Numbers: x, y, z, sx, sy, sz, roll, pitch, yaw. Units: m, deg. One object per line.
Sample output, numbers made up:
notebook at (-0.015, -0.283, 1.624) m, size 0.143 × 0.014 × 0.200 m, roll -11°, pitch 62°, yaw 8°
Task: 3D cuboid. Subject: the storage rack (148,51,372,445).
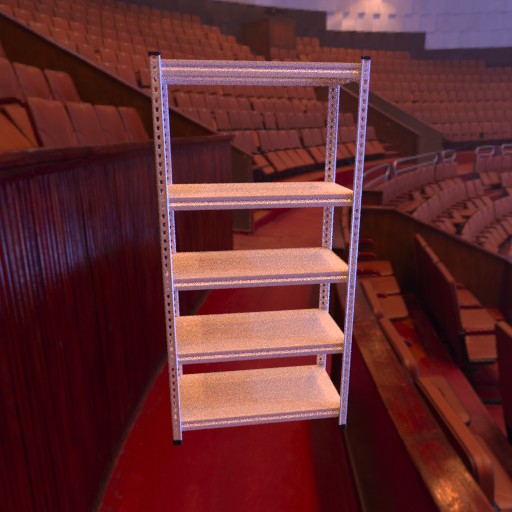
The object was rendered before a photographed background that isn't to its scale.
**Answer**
storage rack at (0.000, 0.000, 2.257) m, size 0.914 × 1.829 × 0.457 m, roll -2°, pitch 17°, yaw -8°
